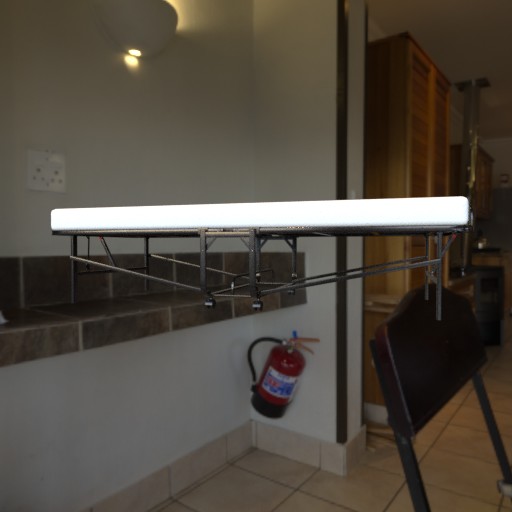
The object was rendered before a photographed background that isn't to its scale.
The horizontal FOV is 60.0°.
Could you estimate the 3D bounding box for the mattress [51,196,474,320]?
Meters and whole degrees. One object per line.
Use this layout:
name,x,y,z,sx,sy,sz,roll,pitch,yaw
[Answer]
mattress,0.000,0.000,2.534,2.153,0.519,0.922,0,1,17
